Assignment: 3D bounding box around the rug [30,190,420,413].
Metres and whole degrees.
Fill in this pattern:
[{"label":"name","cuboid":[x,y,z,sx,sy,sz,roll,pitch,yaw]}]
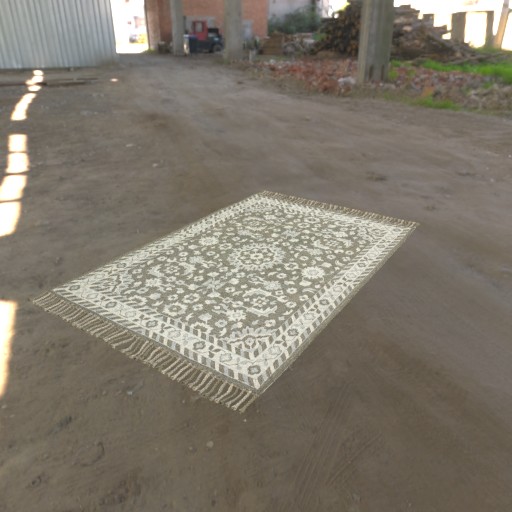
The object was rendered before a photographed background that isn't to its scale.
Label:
[{"label":"rug","cuboid":[0.000,0.000,3.042,1.530,0.025,2.431,17,31,30]}]
